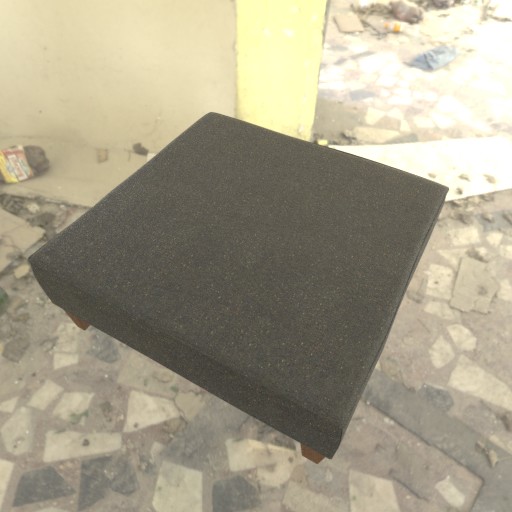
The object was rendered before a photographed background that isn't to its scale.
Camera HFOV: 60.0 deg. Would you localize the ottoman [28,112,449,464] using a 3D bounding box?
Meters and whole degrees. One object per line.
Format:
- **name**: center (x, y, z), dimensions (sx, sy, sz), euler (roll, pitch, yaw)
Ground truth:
- **ottoman**: center (0.000, 0.000, 1.527), dimensions (1.004, 0.382, 0.968), euler (23, 51, 20)
